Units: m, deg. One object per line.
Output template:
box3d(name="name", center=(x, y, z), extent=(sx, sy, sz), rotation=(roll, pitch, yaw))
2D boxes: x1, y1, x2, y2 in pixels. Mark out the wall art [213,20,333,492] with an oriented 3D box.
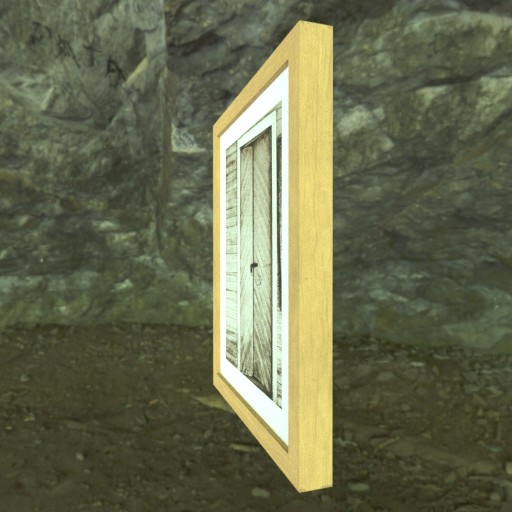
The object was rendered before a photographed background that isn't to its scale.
box3d(name="wall art", center=(0.000, 0.000, 0.509), extent=(0.030, 0.380, 0.312), rotation=(0, 0, -18))
